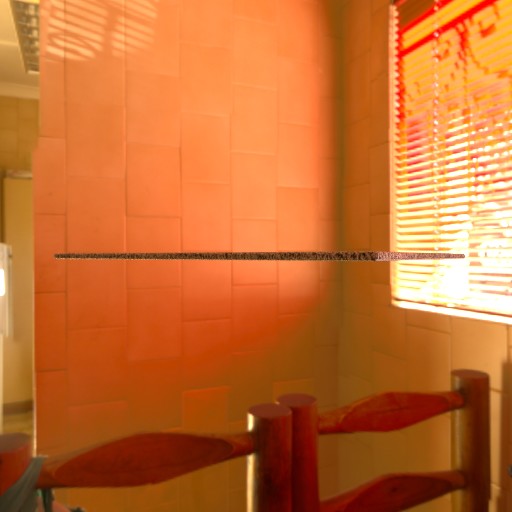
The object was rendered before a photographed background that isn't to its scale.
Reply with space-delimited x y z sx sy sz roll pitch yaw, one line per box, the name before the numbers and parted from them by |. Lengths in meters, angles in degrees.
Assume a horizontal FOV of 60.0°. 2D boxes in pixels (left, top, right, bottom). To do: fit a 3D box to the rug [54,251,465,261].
rug | 0.000 0.000 2.309 1.778 0.030 1.219 0 0 37
